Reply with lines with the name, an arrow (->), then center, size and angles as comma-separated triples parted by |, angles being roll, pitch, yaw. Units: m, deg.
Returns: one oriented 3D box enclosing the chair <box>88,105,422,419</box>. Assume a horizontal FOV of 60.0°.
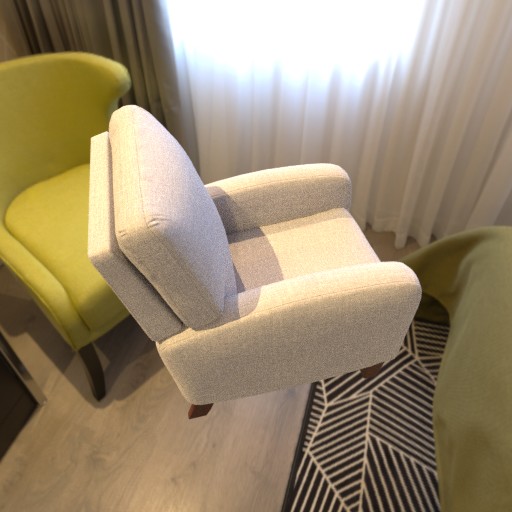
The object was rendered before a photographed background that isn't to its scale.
chair -> 0.000, 0.000, 1.644 | 0.990, 0.990, 0.762 | -10, 46, -10
